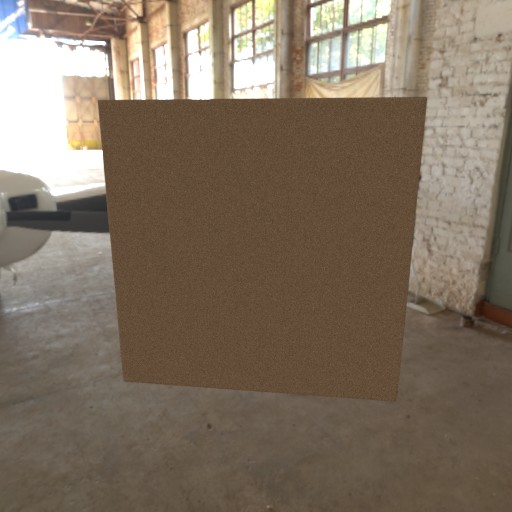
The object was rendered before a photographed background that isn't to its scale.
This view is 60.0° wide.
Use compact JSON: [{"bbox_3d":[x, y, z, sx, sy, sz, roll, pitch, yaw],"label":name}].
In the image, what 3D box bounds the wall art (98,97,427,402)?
[{"bbox_3d":[0.000,0.000,1.124,0.749,0.751,0.050,2,16,7],"label":"wall art"}]
